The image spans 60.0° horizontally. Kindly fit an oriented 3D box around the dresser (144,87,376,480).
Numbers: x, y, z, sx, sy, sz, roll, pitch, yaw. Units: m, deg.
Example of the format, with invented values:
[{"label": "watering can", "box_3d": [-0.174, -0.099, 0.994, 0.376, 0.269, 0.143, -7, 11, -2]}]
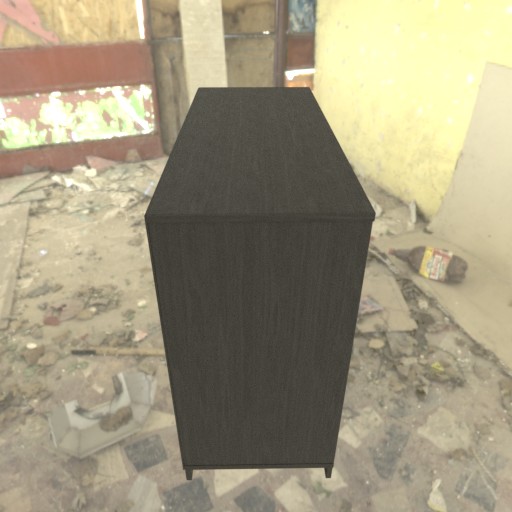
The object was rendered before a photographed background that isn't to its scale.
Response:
[{"label": "dresser", "box_3d": [0.000, 0.000, 1.409, 0.404, 0.816, 0.994, 0, 33, -1]}]
